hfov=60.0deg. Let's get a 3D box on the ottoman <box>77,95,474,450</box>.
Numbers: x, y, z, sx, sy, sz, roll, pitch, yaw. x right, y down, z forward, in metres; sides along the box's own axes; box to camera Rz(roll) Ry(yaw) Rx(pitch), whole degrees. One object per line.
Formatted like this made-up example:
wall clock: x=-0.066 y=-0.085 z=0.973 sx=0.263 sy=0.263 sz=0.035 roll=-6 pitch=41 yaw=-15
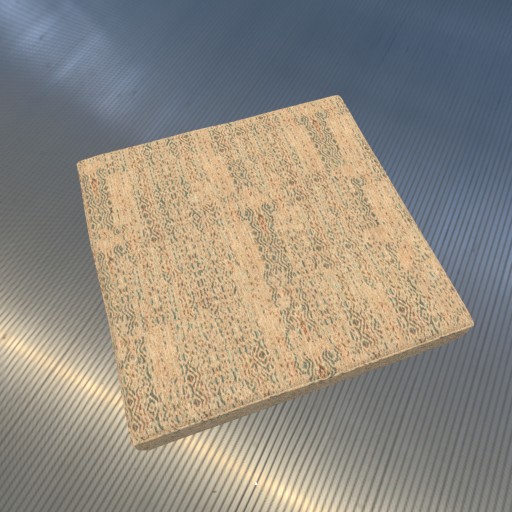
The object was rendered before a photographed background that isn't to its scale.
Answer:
ottoman: x=0.000 y=0.000 z=1.520 sx=1.004 sy=0.356 sz=0.968 roll=-17 pitch=64 yaw=-8
